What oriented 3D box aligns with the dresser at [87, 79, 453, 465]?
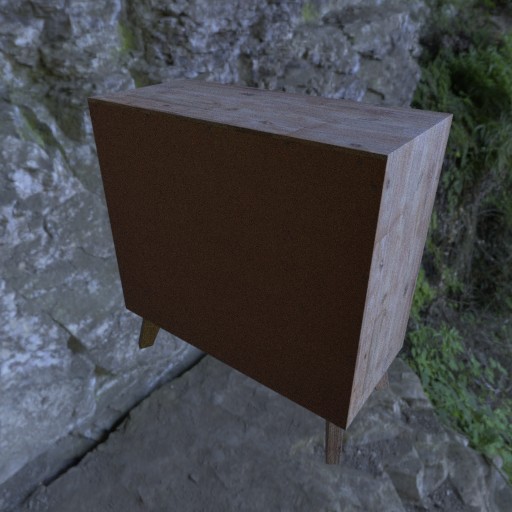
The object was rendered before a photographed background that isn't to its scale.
[{"bbox_3d":[0.000,0.000,1.563,0.998,1.029,0.455,21,36,31],"label":"dresser"}]
